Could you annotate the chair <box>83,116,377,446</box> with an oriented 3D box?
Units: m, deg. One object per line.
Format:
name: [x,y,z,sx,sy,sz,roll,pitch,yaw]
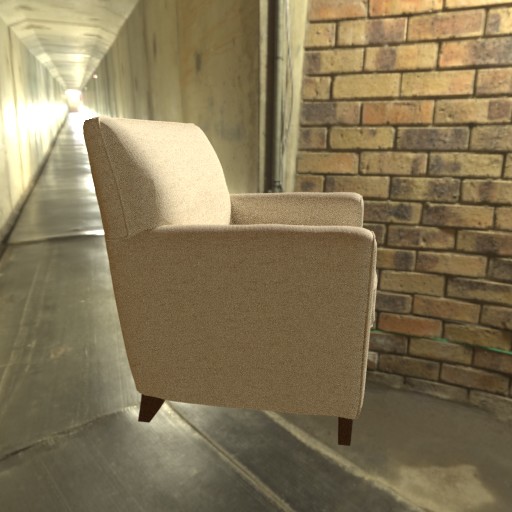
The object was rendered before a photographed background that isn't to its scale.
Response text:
chair: [0.000,0.000,1.605,0.823,0.943,0.870,3,16,10]
